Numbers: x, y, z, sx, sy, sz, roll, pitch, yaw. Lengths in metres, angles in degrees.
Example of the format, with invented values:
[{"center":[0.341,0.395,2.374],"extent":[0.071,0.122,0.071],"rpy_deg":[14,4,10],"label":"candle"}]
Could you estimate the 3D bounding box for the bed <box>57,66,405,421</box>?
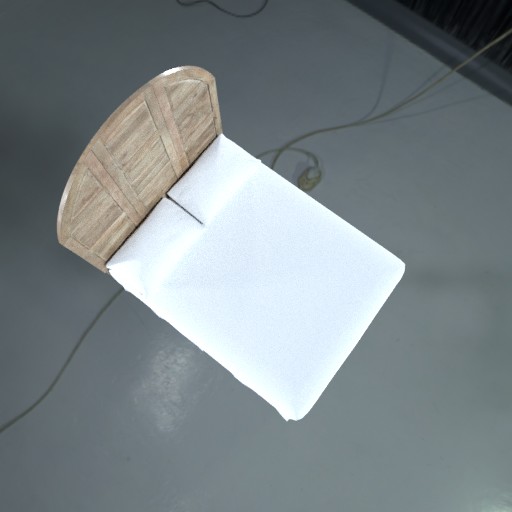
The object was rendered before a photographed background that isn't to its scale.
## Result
[{"center":[0.000,0.000,3.399],"extent":[2.112,2.002,1.713],"rpy_deg":[36,78,9],"label":"bed"}]
